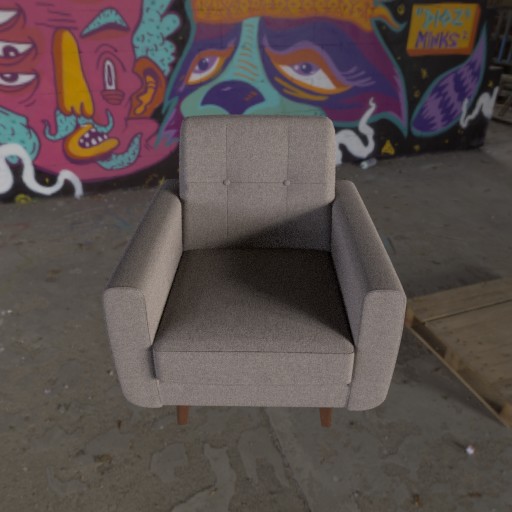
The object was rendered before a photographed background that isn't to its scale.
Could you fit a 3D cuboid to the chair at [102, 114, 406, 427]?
[{"bbox_3d":[0.000,0.000,1.602,0.831,0.839,0.907,0,30,1],"label":"chair"}]
